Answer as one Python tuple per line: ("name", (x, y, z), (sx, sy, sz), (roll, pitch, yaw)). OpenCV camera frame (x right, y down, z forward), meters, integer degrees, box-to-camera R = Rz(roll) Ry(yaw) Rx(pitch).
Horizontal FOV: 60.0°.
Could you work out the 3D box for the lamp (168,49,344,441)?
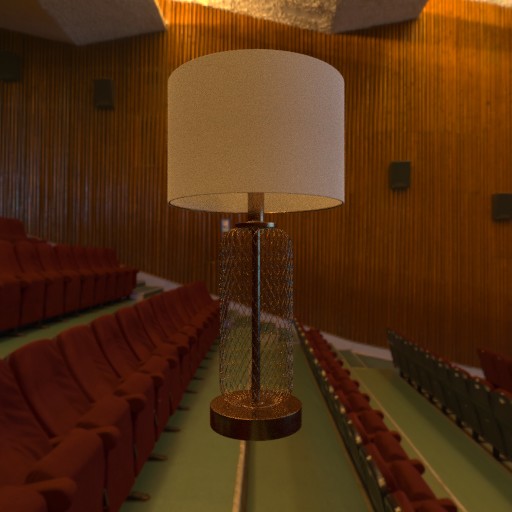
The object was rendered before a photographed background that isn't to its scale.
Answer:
("lamp", (0.000, 0.000, 0.643), (0.252, 0.483, 0.252), (0, 0, 0))
